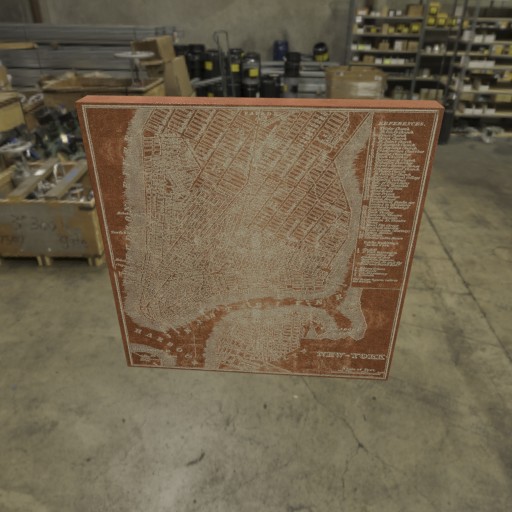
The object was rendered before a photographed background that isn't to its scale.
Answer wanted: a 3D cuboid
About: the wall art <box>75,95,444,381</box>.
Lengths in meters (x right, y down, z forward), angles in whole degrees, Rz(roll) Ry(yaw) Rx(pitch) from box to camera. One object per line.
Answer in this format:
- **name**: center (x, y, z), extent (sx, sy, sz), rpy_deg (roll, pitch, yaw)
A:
- **wall art**: center (0.000, 0.000, 0.598), extent (0.403, 0.403, 0.035), rpy_deg (2, 30, 4)
